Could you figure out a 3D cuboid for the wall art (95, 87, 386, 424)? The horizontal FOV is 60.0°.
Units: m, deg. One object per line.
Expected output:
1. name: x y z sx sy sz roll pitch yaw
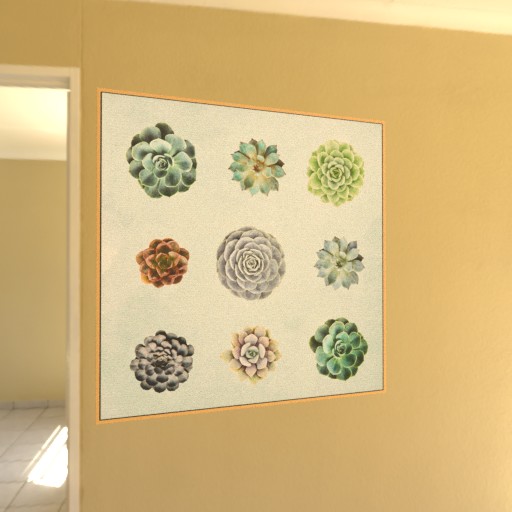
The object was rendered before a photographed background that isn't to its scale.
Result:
1. wall art: 0.000 0.000 1.418 0.962 0.959 0.013 0 -1 -18
